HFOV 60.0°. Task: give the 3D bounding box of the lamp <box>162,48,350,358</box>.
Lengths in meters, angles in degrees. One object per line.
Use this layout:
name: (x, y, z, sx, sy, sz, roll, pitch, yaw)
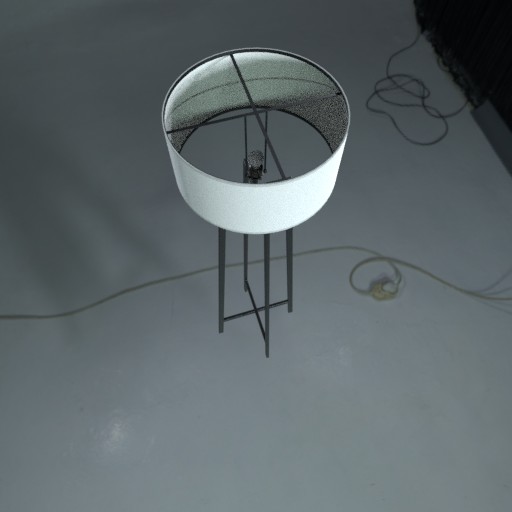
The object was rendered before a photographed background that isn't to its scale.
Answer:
lamp: (0.000, 0.000, 1.745, 0.457, 1.510, 0.456, -15, 63, -8)
